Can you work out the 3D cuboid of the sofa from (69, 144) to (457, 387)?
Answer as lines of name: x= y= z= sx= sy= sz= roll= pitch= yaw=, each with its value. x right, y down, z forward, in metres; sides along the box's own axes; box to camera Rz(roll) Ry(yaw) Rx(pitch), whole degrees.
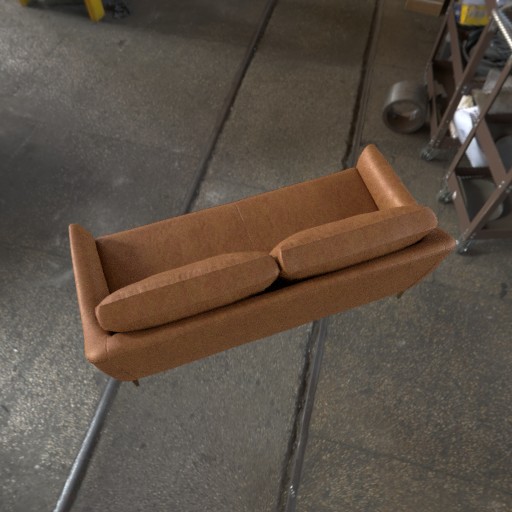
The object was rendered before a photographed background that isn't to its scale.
sofa: x=0.000 y=0.000 z=2.660 sx=2.036 sy=0.945 sz=0.981 roll=-17 pitch=60 yaw=-10
